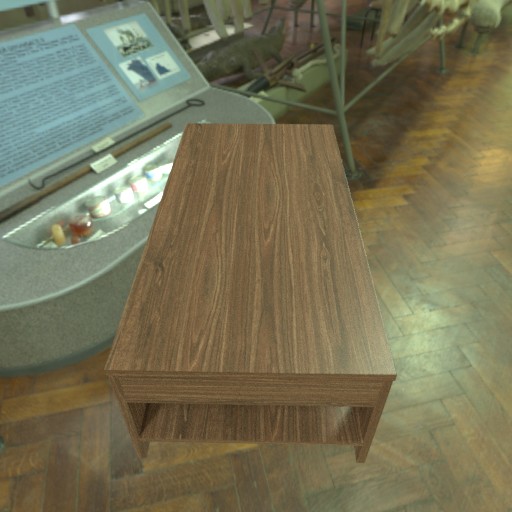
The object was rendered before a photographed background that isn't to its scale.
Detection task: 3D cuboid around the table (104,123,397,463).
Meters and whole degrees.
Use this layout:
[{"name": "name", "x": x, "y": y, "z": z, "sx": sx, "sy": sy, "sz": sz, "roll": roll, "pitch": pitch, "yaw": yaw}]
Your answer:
[{"name": "table", "x": 0.000, "y": 0.000, "z": 1.492, "sx": 0.600, "sy": 0.400, "sz": 1.200, "roll": 1, "pitch": 41, "yaw": 1}]
